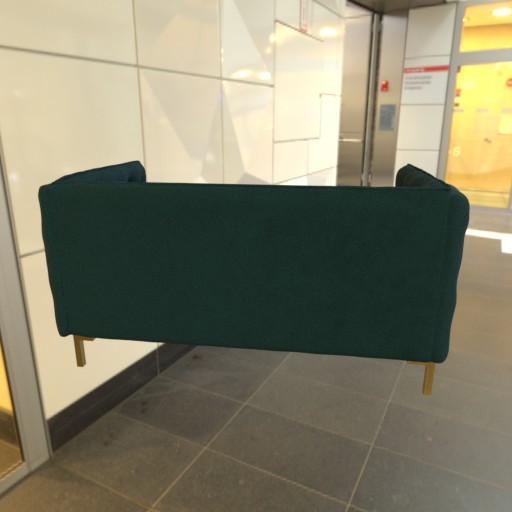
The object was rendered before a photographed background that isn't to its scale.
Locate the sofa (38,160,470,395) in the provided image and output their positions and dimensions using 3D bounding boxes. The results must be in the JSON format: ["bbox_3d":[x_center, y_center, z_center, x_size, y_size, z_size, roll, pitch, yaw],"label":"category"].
[{"bbox_3d":[0.000,0.000,2.082,1.583,0.810,0.909,2,17,8],"label":"sofa"}]
